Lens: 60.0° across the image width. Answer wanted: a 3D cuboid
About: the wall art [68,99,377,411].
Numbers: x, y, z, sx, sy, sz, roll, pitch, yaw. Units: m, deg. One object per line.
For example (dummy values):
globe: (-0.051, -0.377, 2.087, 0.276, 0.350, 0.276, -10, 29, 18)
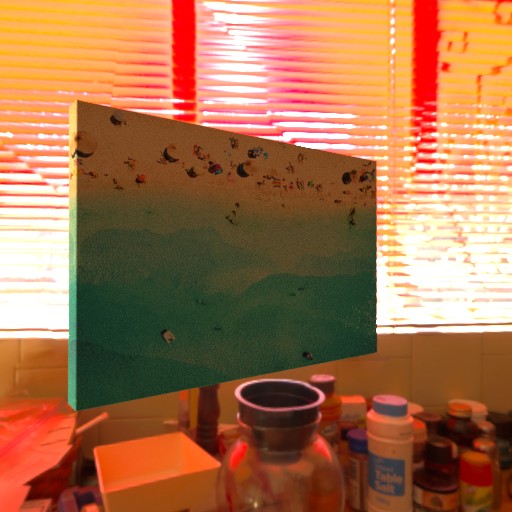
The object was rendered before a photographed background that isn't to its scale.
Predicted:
wall art: (0.000, 0.000, 0.771, 0.609, 0.406, 0.039, 0, -1, -36)
